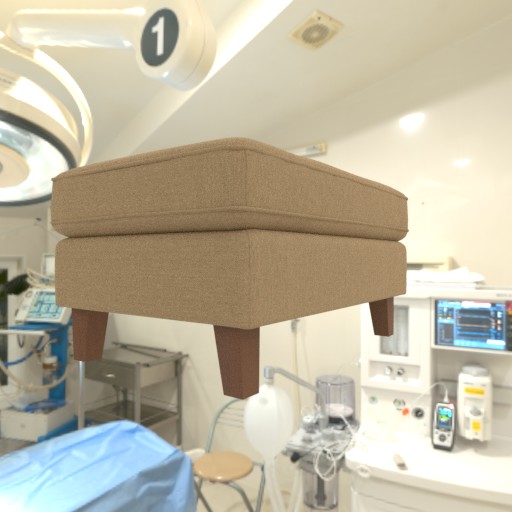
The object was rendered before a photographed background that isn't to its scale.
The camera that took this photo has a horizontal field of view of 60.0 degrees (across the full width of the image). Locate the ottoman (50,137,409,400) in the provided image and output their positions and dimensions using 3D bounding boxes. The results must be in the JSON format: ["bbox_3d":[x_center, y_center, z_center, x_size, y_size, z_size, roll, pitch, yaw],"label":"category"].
[{"bbox_3d":[0.000,0.000,1.295,0.636,0.521,0.945,0,0,36],"label":"ottoman"}]
